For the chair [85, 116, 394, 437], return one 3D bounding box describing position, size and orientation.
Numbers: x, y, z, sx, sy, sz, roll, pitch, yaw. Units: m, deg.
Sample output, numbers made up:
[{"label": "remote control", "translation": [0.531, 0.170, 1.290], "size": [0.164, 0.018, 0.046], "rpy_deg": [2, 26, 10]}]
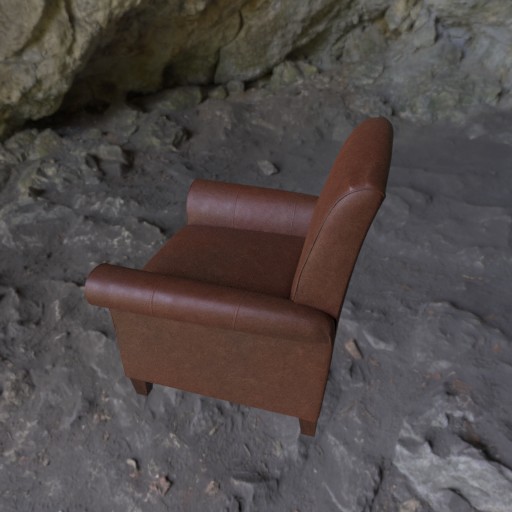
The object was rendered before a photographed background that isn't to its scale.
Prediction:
[{"label": "chair", "translation": [0.000, 0.000, 1.759], "size": [0.902, 1.061, 0.978], "rpy_deg": [8, 32, 14]}]
